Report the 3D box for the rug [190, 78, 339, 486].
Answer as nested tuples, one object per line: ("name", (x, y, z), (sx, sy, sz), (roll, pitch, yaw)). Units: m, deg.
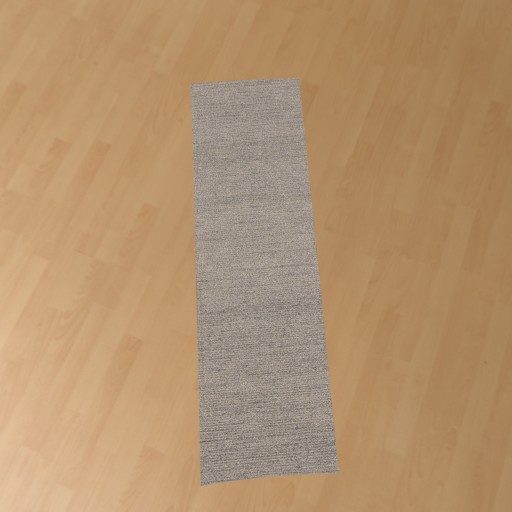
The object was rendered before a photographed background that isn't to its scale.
("rug", (0.000, 0.000, 2.502), (0.692, 0.032, 2.320), (-3, 75, -1))
